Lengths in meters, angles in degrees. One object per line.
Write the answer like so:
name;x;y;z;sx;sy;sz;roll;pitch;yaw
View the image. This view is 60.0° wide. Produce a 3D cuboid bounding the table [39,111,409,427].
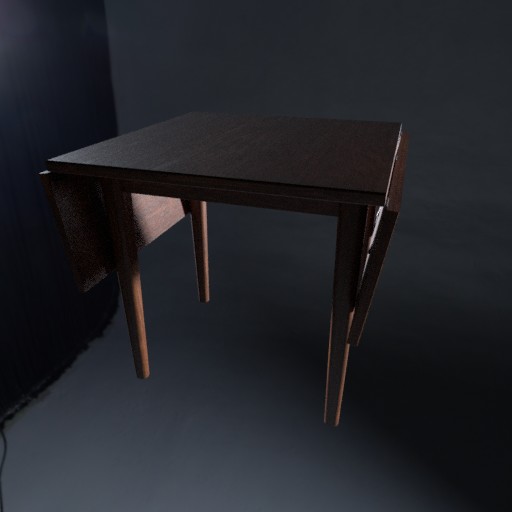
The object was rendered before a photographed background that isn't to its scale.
table;0.000;0.000;1.454;0.843;0.763;0.812;8;28;16
